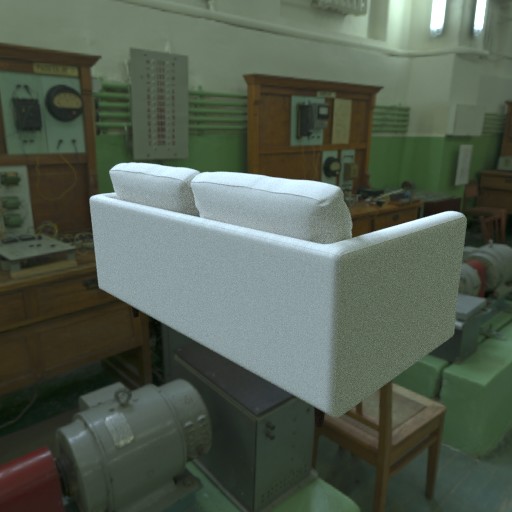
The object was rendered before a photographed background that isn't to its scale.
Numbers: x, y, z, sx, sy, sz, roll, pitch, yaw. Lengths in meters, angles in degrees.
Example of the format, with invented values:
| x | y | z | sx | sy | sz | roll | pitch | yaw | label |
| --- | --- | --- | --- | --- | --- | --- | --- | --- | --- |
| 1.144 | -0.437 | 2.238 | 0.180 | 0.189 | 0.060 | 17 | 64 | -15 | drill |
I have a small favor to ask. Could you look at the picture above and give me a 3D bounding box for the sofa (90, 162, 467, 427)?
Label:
| x | y | z | sx | sy | sz | roll | pitch | yaw | label |
| --- | --- | --- | --- | --- | --- | --- | --- | --- | --- |
| 0.000 | 0.000 | 2.222 | 0.940 | 0.893 | 1.713 | -15 | 22 | -41 | sofa |
